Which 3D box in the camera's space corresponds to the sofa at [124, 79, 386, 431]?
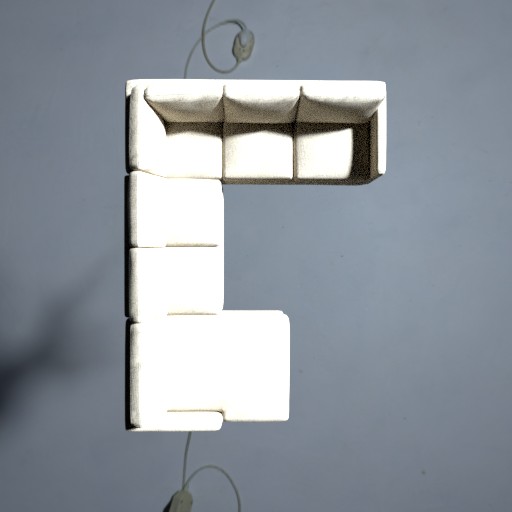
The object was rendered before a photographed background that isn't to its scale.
[{"bbox_3d":[0.000,0.000,4.580,2.593,0.959,3.460,0,90,-1],"label":"sofa"}]
